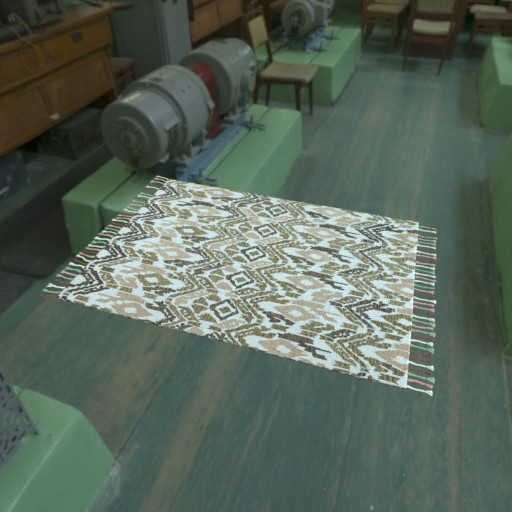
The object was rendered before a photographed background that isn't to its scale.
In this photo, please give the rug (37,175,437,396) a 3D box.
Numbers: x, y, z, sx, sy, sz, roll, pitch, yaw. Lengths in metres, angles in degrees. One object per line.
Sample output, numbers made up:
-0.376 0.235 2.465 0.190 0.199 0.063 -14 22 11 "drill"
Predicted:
0.000 0.000 2.355 1.829 0.008 1.219 12 41 14 "rug"
